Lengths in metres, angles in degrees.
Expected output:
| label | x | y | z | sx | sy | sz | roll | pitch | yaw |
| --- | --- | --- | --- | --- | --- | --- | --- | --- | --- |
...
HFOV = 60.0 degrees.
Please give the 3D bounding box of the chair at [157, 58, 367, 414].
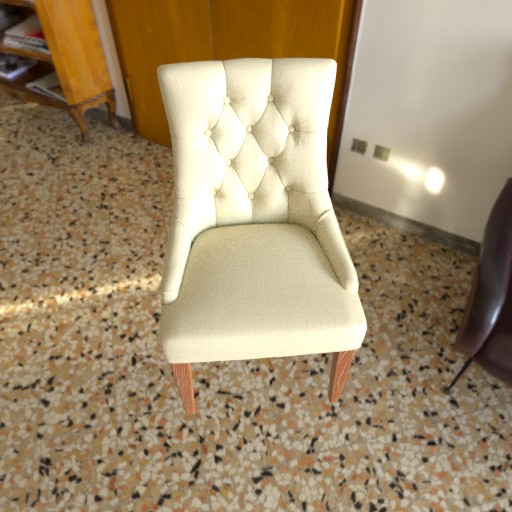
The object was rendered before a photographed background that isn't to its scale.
| label | x | y | z | sx | sy | sz | roll | pitch | yaw |
| --- | --- | --- | --- | --- | --- | --- | --- | --- | --- |
| chair | 0.000 | 0.000 | 1.227 | 0.509 | 0.874 | 0.565 | -4 | 47 | -3 |
